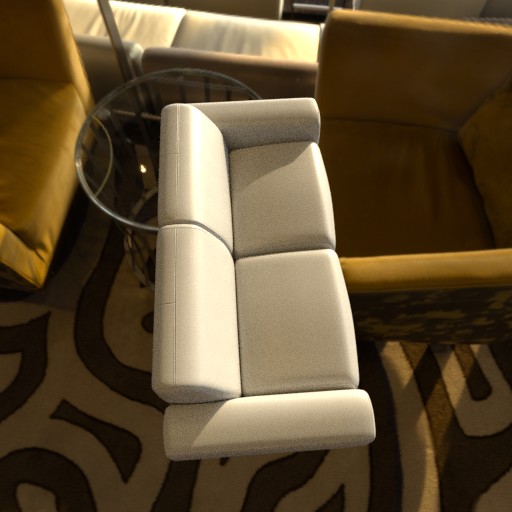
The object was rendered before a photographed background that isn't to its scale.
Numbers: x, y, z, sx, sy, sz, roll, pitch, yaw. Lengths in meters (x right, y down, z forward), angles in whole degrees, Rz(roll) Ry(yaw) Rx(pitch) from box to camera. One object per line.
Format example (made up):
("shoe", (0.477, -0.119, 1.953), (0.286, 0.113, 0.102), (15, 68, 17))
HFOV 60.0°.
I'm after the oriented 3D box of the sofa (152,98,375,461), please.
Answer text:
("sofa", (0.000, 0.000, 2.327), (0.900, 0.772, 1.901), (-4, 63, -2))
